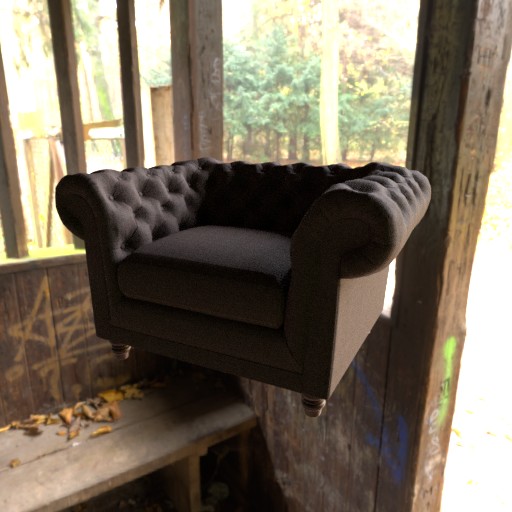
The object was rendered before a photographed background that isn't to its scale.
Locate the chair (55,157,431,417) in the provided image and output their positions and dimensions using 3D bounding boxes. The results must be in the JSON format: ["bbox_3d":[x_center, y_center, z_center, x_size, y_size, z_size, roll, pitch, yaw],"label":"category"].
[{"bbox_3d":[0.000,0.000,1.886,1.298,0.780,0.945,8,17,26],"label":"chair"}]
